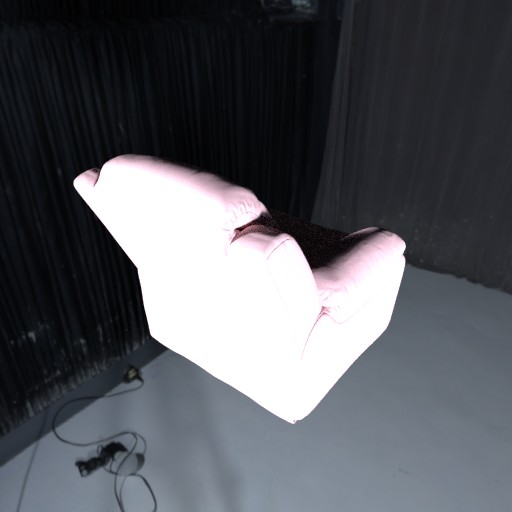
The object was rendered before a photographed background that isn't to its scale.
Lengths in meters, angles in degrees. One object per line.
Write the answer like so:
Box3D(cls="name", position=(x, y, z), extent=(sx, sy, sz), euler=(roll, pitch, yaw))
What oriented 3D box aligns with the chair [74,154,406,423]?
Box3D(cls="chair", position=(0.000, 0.000, 1.285), extent=(0.680, 0.702, 0.709), euler=(22, 37, 32))
